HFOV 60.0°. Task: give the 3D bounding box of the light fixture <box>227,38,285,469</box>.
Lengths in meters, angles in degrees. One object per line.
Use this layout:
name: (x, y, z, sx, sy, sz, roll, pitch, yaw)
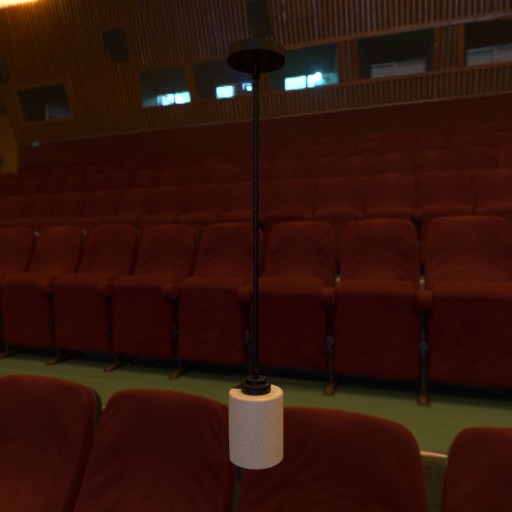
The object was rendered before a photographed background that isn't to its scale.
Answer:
light fixture: (0.000, 0.000, 0.947, 0.123, 0.863, 0.123, 0, 1, 19)
